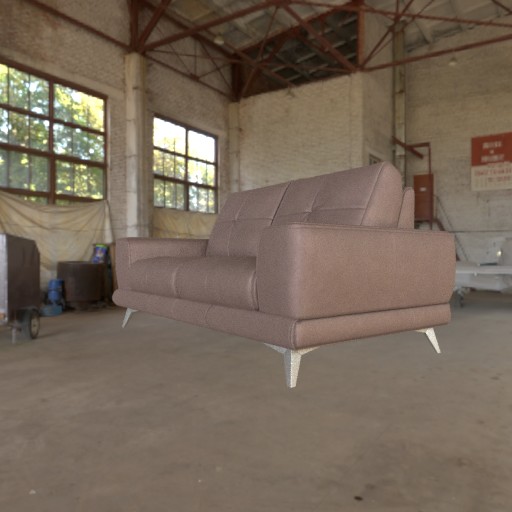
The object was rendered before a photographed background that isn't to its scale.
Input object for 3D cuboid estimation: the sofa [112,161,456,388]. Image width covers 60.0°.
[{"bbox_3d":[0.000,0.000,2.449,1.018,0.907,1.806,0,0,-37],"label":"sofa"}]
